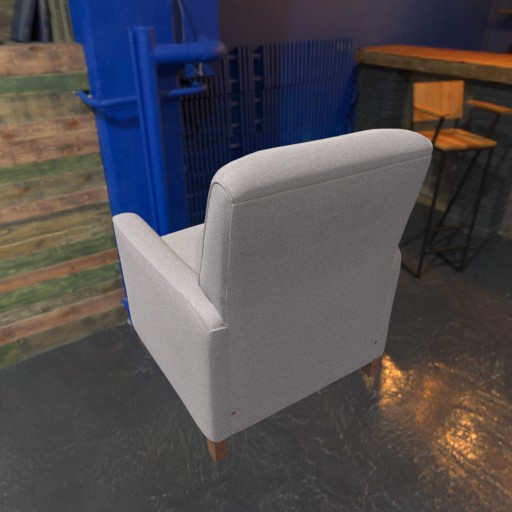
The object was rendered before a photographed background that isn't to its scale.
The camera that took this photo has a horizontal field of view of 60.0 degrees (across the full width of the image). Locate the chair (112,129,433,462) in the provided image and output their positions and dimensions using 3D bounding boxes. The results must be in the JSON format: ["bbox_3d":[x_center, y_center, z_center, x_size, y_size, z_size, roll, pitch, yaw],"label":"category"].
[{"bbox_3d":[0.000,0.000,1.639,0.845,1.023,0.859,-18,35,-28],"label":"chair"}]
